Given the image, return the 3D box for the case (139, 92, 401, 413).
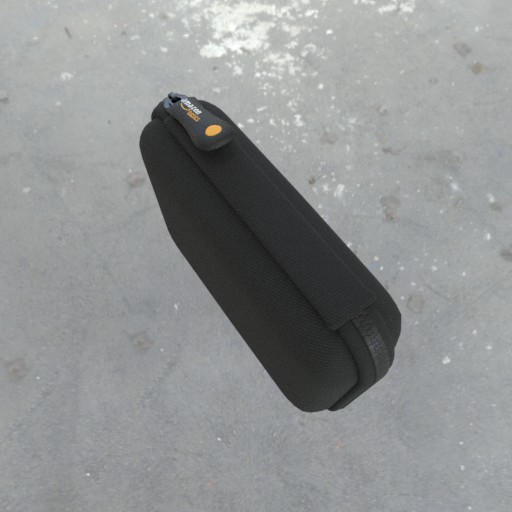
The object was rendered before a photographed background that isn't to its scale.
[{"bbox_3d":[0.000,0.000,0.180,0.038,0.105,0.132,-33,68,-15],"label":"case"}]
